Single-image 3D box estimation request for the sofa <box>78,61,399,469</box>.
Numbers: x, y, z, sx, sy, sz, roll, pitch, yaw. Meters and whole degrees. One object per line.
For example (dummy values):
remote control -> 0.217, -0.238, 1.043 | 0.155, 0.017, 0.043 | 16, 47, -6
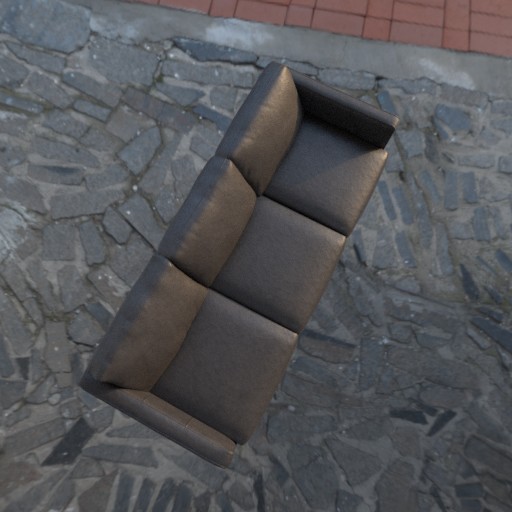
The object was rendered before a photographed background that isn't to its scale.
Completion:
sofa -> 0.000, 0.000, 3.035 | 1.045, 1.006, 2.464 | 27, 77, 7
